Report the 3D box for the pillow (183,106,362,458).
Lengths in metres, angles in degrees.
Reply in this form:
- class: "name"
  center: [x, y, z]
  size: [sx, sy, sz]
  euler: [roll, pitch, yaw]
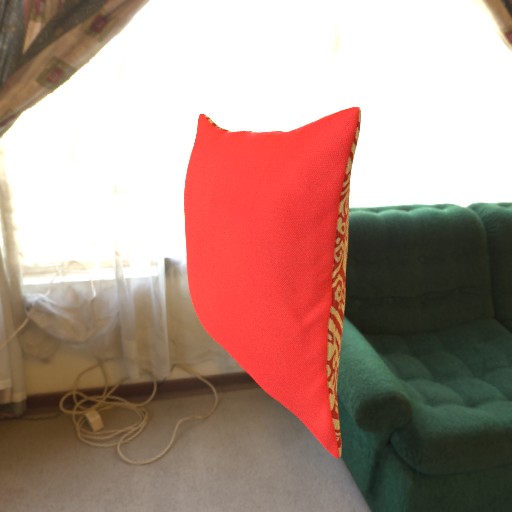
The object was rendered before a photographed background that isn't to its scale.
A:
- class: "pillow"
  center: [0.000, 0.000, 0.810]
  size: [0.192, 0.507, 0.522]
  euler: [-9, 19, -27]
